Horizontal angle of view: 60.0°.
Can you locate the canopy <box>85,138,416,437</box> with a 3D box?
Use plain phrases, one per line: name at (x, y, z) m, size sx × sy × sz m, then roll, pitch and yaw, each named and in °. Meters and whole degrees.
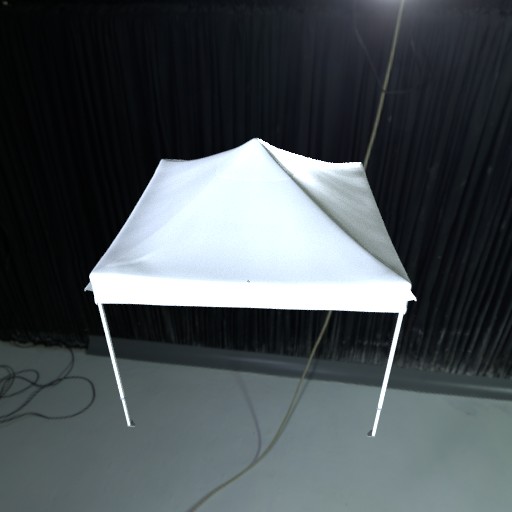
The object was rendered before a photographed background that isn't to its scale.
canopy at (0.000, 0.000, 5.547) m, size 2.994 × 2.998 × 2.996 m, roll 2°, pitch 33°, yaw 2°
